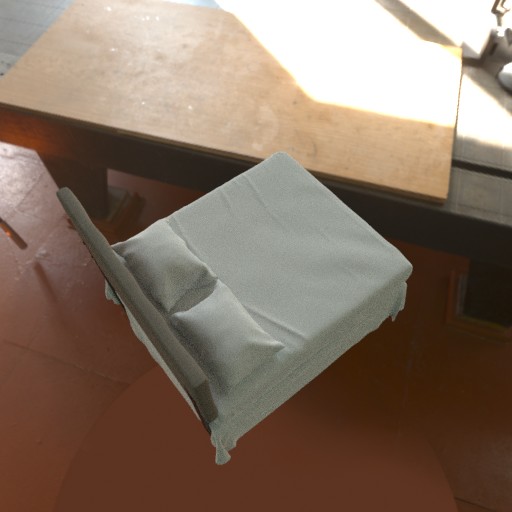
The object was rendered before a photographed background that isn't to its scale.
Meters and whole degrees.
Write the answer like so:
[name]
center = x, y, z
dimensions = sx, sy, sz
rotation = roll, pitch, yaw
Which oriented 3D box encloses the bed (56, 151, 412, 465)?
[bed]
center = 0.000, 0.000, 3.525
dimensions = 2.222, 1.577, 1.936
rotation = -34, 64, -19
